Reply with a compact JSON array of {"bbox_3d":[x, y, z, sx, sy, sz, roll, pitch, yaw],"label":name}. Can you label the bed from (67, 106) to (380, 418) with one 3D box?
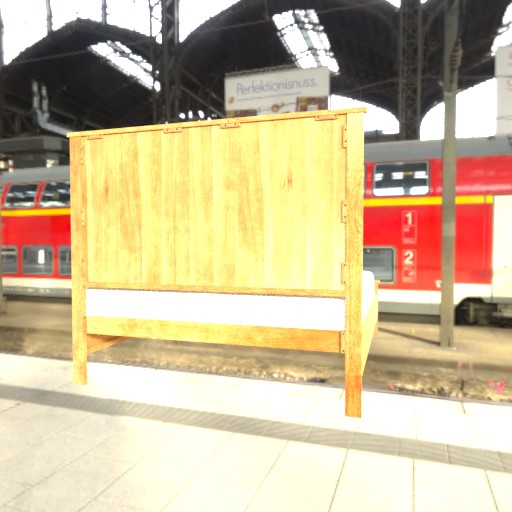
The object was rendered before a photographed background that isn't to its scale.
[{"bbox_3d":[0.000,0.000,3.726,1.936,1.686,2.201,1,2,18],"label":"bed"}]
